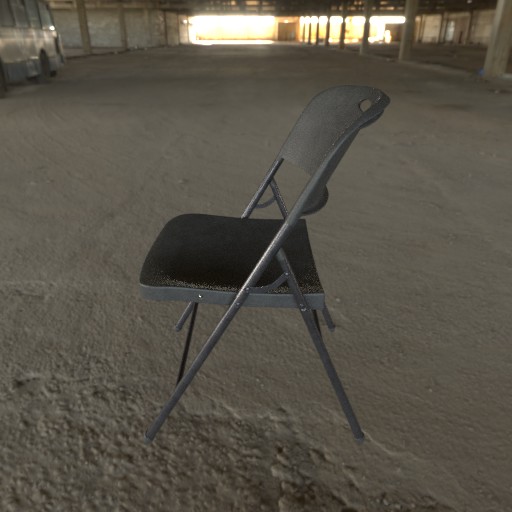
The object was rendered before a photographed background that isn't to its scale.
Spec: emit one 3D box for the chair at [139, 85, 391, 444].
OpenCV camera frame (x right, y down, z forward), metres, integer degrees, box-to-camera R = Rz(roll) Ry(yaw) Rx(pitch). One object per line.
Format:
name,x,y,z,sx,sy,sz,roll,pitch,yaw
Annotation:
chair,0.000,0.000,1.147,0.567,0.810,0.494,0,27,0
